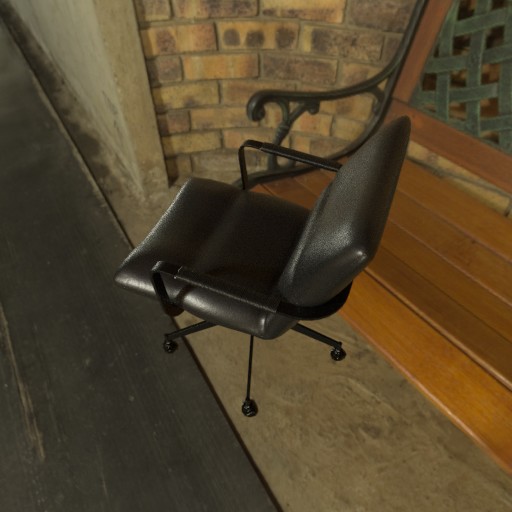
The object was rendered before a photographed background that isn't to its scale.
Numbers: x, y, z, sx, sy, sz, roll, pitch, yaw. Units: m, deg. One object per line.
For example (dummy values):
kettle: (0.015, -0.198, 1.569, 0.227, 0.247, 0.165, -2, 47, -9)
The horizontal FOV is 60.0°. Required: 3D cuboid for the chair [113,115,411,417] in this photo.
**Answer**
chair: (0.000, 0.000, 1.486, 0.748, 0.922, 0.719, 16, 50, 14)
